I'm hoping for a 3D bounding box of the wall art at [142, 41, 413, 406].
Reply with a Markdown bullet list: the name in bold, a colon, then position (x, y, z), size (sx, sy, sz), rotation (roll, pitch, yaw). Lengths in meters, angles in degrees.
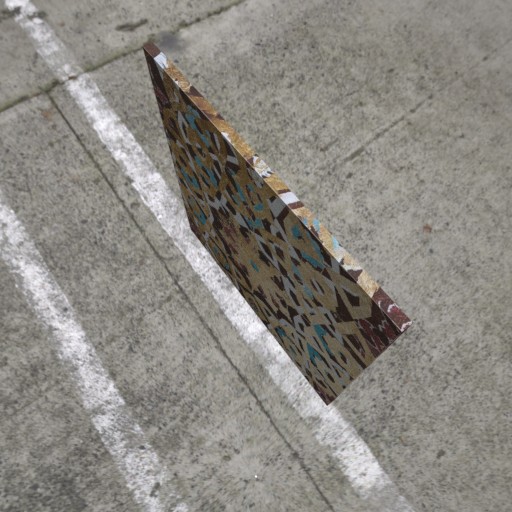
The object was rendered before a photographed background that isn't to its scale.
- **wall art**: position (0.000, 0.000, 1.126), size (0.028, 0.762, 0.757), rotation (-33, 68, -15)
